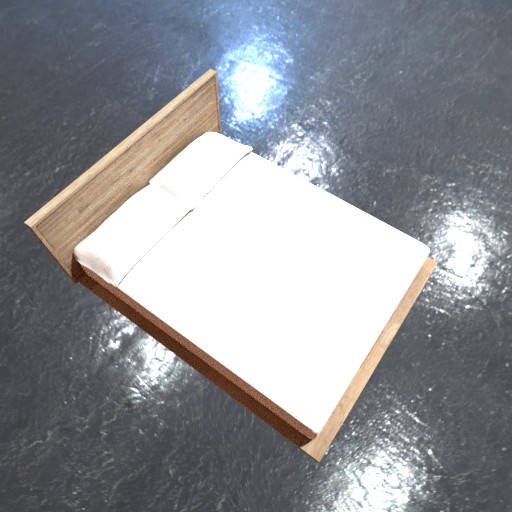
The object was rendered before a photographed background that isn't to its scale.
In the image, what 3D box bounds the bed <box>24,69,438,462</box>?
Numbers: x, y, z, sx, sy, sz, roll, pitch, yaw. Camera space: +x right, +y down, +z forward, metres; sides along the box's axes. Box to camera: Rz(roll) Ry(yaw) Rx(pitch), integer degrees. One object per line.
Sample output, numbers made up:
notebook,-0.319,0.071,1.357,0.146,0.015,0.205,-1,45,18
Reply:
bed,0.000,0.000,3.137,2.145,1.071,1.759,32,64,18
